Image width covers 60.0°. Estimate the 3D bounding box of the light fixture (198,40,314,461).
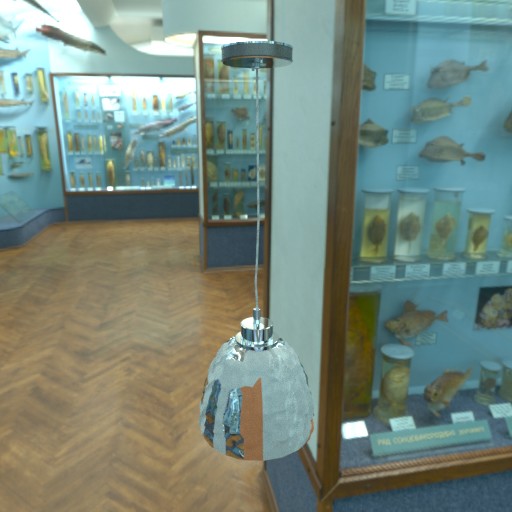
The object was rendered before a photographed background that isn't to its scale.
[{"bbox_3d":[0.000,0.000,1.751,0.500,1.511,0.496,-2,15,-9],"label":"light fixture"}]
